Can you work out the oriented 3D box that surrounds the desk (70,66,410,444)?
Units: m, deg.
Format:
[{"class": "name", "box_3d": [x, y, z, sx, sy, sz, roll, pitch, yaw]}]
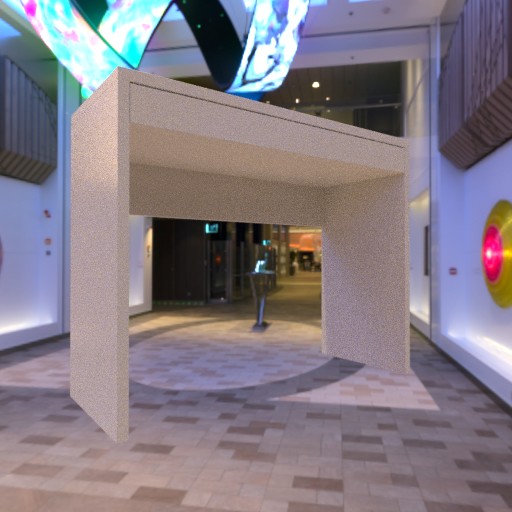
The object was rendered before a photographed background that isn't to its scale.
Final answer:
[{"class": "desk", "box_3d": [0.000, 0.000, 1.380, 1.000, 0.790, 0.400, 0, -1, -36]}]
